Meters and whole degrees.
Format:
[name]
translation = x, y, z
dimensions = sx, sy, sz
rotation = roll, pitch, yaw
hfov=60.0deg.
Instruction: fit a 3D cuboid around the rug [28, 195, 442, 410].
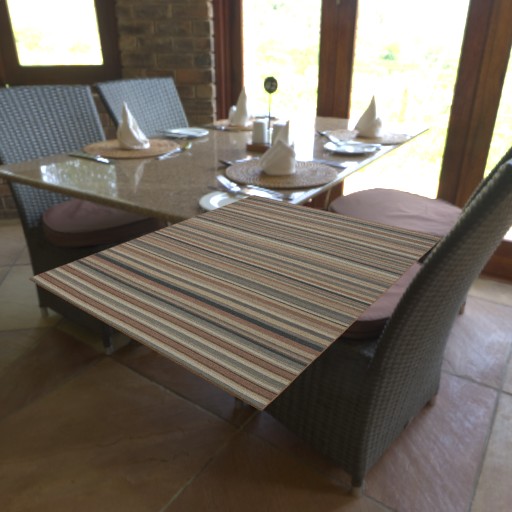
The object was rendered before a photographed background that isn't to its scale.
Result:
[rug]
translation = 0.000, 0.000, 4.087
dimensions = 2.436, 0.011, 3.045
rotation = 18, 30, 34
